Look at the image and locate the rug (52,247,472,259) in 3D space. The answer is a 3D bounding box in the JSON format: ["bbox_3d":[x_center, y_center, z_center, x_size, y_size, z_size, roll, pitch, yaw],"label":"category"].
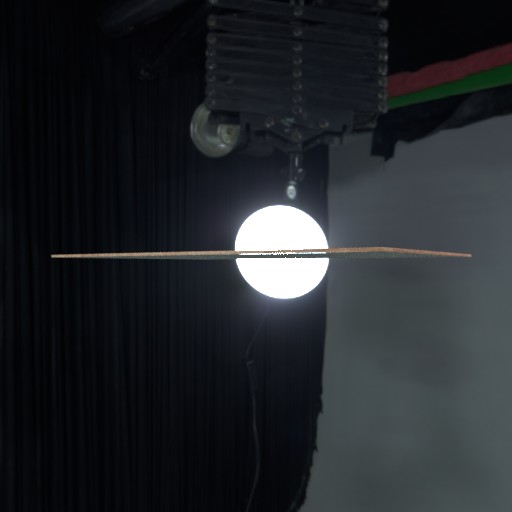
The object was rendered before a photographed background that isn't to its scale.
[{"bbox_3d":[0.000,0.000,2.315,1.829,0.014,1.219,-1,-1,37],"label":"rug"}]
